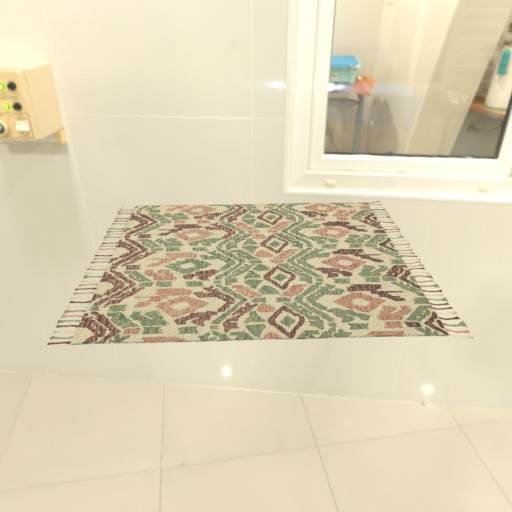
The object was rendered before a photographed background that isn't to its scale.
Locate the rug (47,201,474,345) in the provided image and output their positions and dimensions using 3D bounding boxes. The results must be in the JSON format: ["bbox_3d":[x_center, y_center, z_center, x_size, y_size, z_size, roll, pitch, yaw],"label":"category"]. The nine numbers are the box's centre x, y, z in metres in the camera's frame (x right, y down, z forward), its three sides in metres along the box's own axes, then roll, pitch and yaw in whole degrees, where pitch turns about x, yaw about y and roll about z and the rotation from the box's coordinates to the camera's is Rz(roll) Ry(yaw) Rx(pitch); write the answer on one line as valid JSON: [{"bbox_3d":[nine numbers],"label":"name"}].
[{"bbox_3d":[0.000,0.000,4.156,3.048,0.010,2.438,-1,31,-2],"label":"rug"}]
